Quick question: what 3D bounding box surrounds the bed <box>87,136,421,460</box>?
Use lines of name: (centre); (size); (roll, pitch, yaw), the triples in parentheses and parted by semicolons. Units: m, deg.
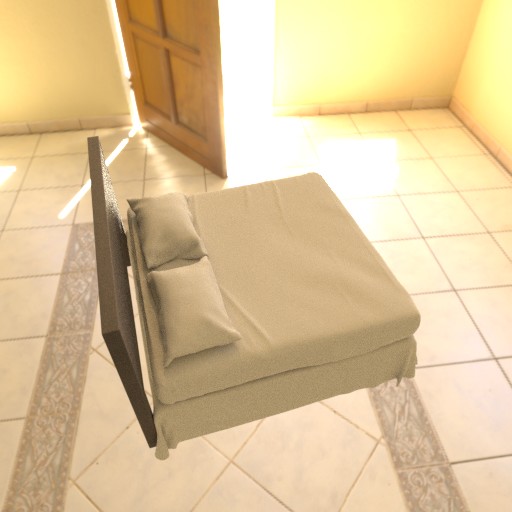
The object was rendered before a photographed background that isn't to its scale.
bed: (0.000, 0.000, 2.904); (1.785, 1.142, 1.772); (-12, 46, -12)
